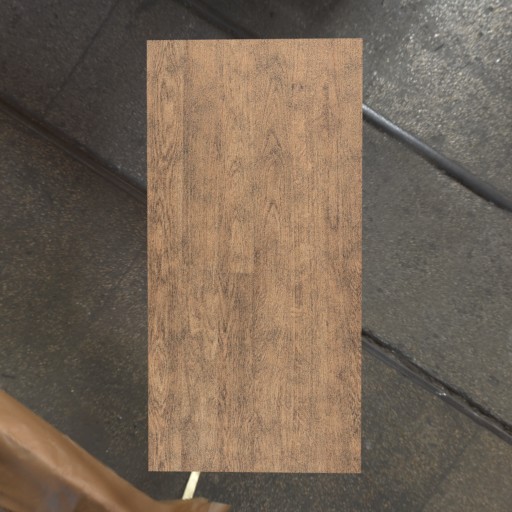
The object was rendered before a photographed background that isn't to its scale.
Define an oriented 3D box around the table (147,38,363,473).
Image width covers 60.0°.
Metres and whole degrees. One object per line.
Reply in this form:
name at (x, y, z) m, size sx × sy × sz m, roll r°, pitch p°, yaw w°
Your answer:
table at (0.000, 0.000, 2.231) m, size 0.893 × 0.767 × 1.805 m, roll 0°, pitch 91°, yaw 1°
